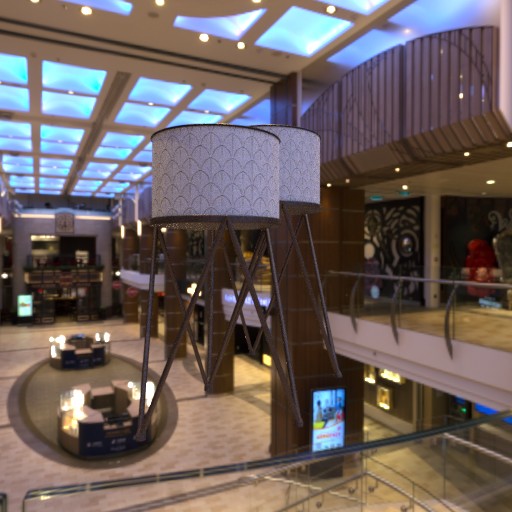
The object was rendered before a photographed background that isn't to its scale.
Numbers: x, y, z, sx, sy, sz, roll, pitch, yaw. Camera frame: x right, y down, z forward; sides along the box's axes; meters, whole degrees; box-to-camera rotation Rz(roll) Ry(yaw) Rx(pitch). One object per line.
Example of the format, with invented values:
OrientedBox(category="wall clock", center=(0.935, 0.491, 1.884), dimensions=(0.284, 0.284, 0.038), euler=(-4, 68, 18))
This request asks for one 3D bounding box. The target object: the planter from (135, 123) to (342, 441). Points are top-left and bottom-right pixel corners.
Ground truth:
OrientedBox(category="planter", center=(0.000, 0.000, 1.186), dimensions=(0.413, 0.712, 0.769), euler=(0, 1, 18))
